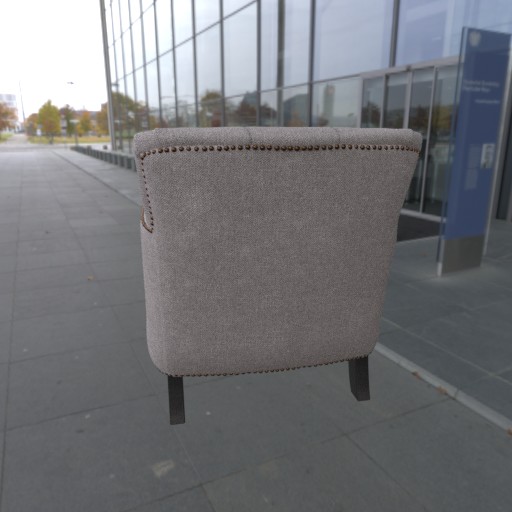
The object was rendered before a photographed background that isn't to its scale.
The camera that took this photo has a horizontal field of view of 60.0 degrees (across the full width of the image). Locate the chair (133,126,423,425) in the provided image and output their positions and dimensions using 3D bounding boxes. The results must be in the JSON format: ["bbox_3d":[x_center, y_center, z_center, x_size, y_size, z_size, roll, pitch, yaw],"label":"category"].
[{"bbox_3d":[0.000,0.000,1.490,0.737,0.823,0.902,-3,16,-11],"label":"chair"}]
